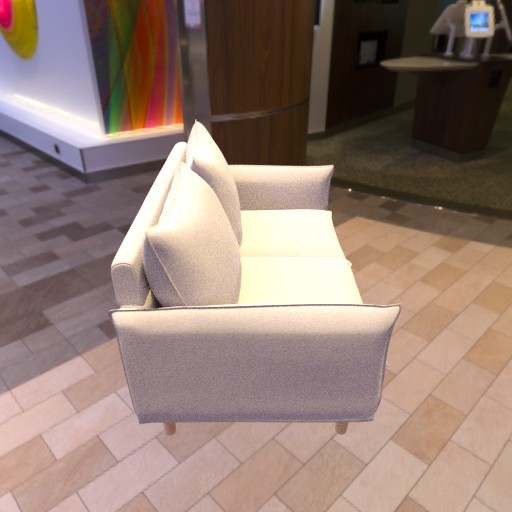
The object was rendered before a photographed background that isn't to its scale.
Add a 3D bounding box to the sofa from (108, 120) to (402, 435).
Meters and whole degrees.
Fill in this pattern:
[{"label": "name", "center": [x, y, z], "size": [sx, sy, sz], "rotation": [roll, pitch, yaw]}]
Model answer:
[{"label": "sofa", "center": [0.000, 0.000, 1.844], "size": [0.820, 0.840, 1.300], "rotation": [0, 30, 0]}]
